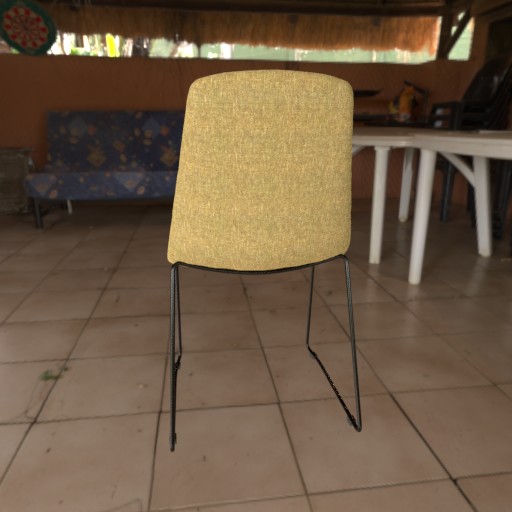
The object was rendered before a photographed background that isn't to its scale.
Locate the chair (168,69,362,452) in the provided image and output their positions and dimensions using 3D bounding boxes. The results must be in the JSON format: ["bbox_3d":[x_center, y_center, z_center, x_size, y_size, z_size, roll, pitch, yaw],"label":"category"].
[{"bbox_3d":[0.000,0.000,1.153,0.479,0.849,0.496,-3,17,-8],"label":"chair"}]
